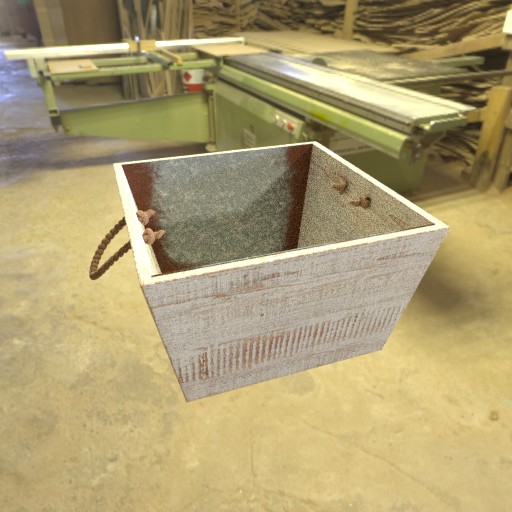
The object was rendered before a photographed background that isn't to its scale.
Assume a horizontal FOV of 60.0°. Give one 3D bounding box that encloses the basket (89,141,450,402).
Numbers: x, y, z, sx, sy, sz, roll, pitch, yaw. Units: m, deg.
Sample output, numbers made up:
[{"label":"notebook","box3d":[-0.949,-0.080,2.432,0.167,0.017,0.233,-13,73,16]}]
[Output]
[{"label":"basket","box3d":[0.000,0.000,0.772,0.545,0.247,0.413,-10,33,-16]}]
